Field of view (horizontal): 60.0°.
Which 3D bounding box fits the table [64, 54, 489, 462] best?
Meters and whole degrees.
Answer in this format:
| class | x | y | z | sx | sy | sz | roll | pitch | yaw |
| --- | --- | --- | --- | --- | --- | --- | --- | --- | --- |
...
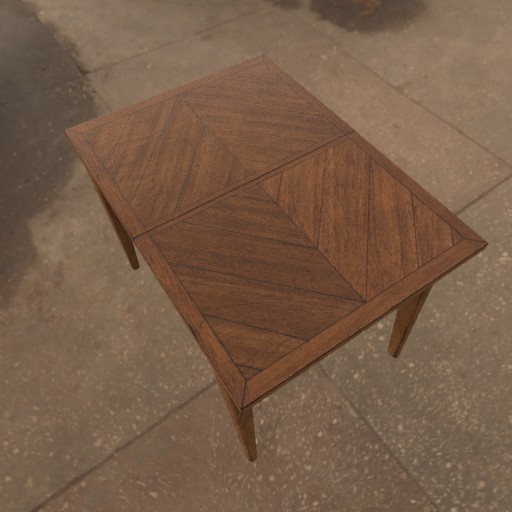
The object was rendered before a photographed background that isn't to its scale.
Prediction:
| class | x | y | z | sx | sy | sz | roll | pitch | yaw |
| --- | --- | --- | --- | --- | --- | --- | --- | --- | --- |
| table | 0.000 | 0.000 | 1.577 | 0.757 | 0.760 | 1.027 | -29 | 61 | -18 |
